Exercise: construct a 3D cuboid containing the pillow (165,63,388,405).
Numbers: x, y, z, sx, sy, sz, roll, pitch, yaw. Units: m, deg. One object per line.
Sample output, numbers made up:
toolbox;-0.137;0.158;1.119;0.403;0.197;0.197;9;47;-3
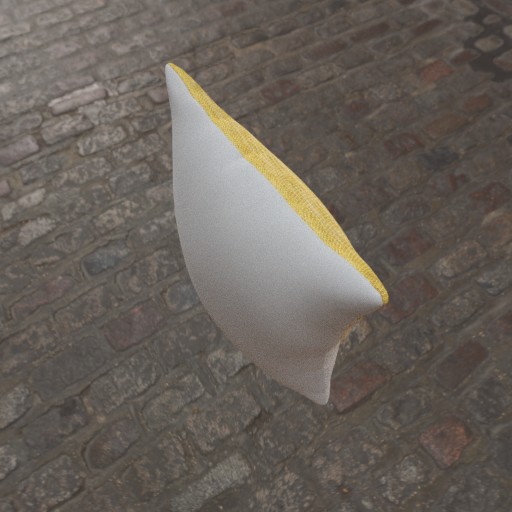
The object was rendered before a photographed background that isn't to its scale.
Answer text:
pillow;0.000;0.000;0.717;0.211;0.450;0.450;-30;64;-17
